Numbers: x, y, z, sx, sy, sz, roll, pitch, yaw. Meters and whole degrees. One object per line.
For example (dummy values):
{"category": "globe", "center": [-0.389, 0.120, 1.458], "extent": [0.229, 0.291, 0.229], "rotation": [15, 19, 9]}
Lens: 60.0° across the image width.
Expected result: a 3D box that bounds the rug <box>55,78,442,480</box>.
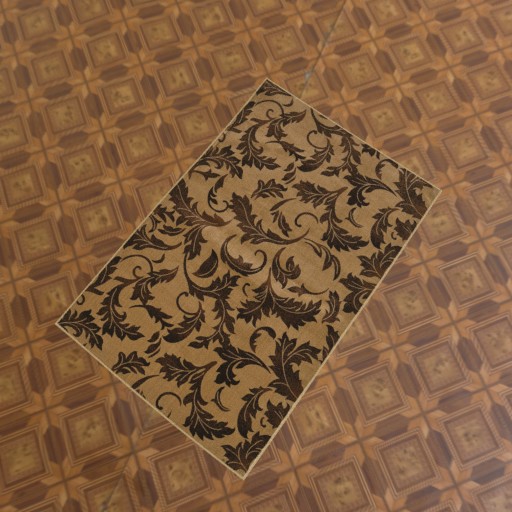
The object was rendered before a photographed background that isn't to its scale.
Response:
{"category": "rug", "center": [0.000, 0.000, 2.940], "extent": [1.522, 0.008, 2.284], "rotation": [36, 78, 9]}
